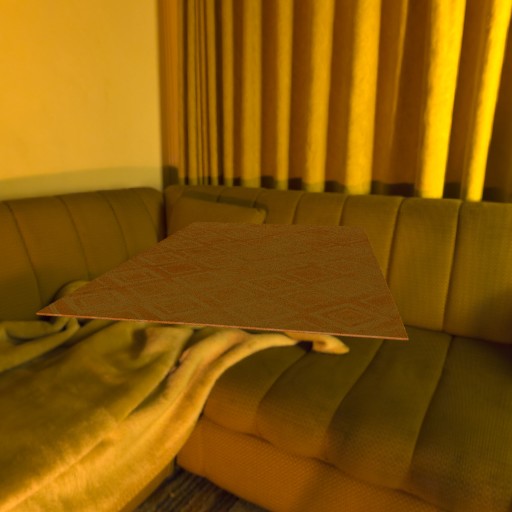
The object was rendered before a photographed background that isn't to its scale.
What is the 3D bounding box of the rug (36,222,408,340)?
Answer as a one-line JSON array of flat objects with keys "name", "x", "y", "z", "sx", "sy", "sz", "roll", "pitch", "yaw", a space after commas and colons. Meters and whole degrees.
[{"name": "rug", "x": 0.000, "y": 0.000, "z": 2.273, "sx": 1.213, "sy": 0.010, "sz": 1.829, "roll": 2, "pitch": 14, "yaw": 9}]
